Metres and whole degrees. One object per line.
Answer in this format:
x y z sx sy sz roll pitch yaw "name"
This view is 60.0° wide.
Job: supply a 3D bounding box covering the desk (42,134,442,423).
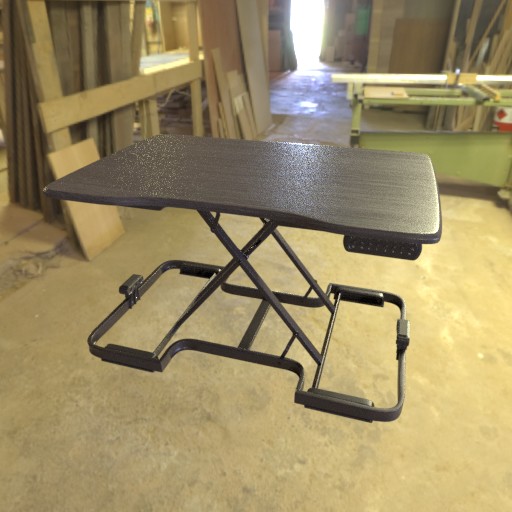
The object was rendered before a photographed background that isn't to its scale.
0.000 0.000 1.163 0.820 0.470 0.546 8 29 15 "desk"
